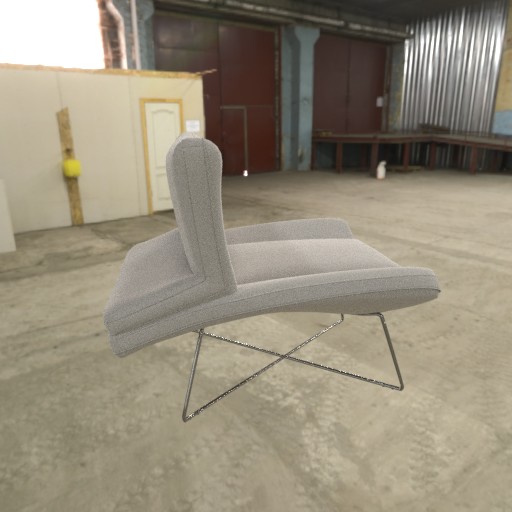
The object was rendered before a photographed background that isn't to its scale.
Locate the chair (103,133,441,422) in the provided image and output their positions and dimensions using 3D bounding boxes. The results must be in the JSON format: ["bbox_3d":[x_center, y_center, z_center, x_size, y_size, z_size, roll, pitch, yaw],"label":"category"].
[{"bbox_3d":[0.000,0.000,1.615,1.008,0.855,0.859,-3,17,-9],"label":"chair"}]
